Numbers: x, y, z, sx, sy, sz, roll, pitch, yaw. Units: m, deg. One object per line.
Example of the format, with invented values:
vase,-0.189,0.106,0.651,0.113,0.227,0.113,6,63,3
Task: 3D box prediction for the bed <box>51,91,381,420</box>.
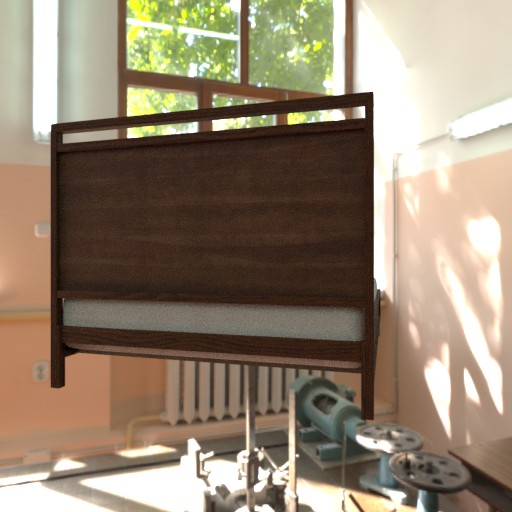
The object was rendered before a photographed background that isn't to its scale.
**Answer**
bed,0.000,0.000,3.313,1.765,1.487,2.218,0,0,16
